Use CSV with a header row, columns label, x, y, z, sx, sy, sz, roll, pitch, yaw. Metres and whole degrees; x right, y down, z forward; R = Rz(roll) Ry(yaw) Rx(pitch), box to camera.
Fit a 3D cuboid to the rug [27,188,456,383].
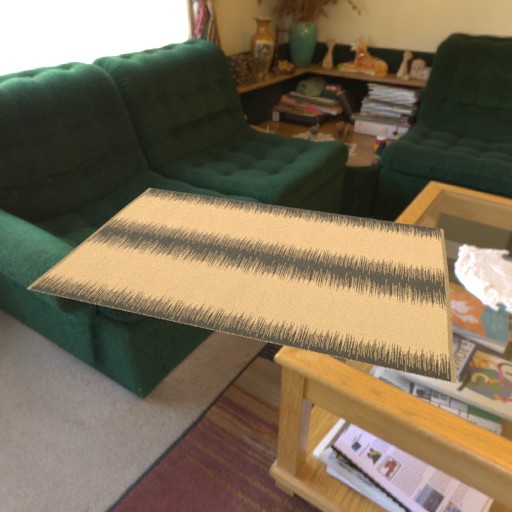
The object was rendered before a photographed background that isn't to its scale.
label,x,y,z,sx,sy,sz,roll,pitch,yaw
rug,0.000,0.000,2.988,2.453,0.003,1.519,10,35,14
